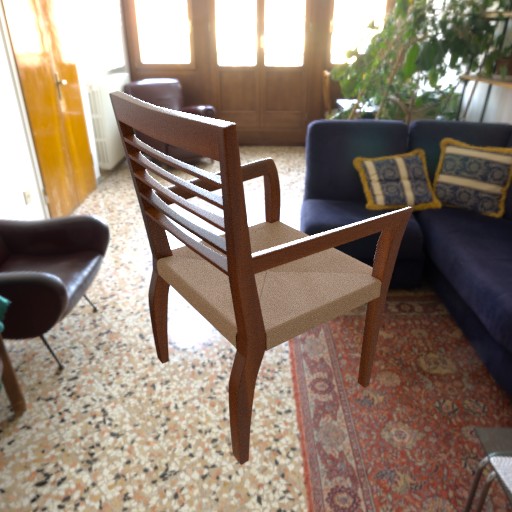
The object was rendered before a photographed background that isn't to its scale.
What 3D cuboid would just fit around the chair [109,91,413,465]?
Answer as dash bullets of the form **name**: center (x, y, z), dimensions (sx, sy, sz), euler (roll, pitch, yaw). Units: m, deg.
- **chair**: center (0.000, 0.000, 1.245), dimensions (0.540, 0.855, 0.587), euler (-18, 32, -31)
